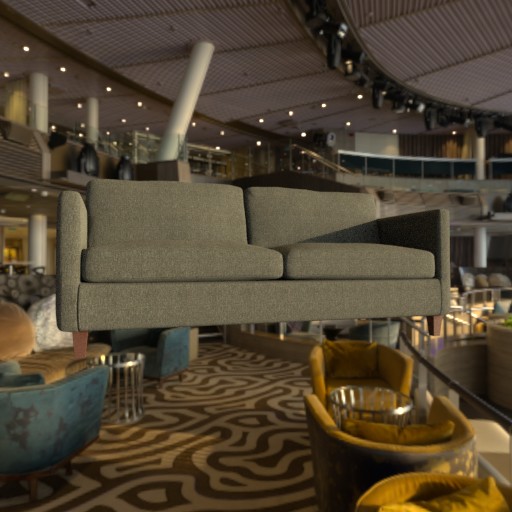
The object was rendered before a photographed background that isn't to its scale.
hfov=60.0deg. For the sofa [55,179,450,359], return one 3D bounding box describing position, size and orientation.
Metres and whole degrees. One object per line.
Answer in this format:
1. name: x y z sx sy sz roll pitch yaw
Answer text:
1. sofa: 0.000 0.000 2.756 2.208 0.965 0.948 0 -1 -19
